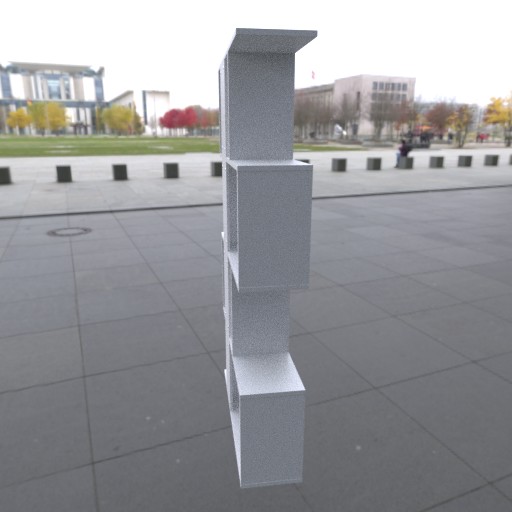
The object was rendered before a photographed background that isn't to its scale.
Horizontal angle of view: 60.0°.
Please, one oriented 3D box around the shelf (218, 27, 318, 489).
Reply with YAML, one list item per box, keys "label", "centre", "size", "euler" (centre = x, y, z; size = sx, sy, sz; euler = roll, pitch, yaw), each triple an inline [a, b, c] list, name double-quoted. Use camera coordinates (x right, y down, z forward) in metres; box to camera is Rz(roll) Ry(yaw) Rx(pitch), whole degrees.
- label: "shelf"
  centre: [0.000, 0.000, 1.966]
  size: [0.250, 1.650, 0.890]
  euler: [-2, 16, -8]
